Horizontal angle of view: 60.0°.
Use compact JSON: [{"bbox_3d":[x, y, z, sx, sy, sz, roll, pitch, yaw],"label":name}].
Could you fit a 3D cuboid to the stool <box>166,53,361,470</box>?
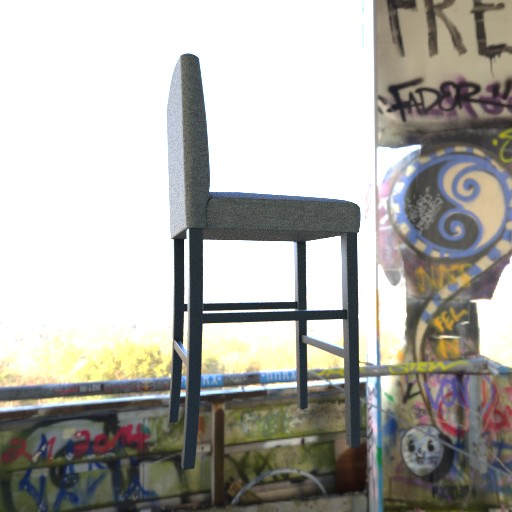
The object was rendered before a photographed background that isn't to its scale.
[{"bbox_3d":[0.000,0.000,1.446,0.552,1.138,0.451,1,-2,-17],"label":"stool"}]
